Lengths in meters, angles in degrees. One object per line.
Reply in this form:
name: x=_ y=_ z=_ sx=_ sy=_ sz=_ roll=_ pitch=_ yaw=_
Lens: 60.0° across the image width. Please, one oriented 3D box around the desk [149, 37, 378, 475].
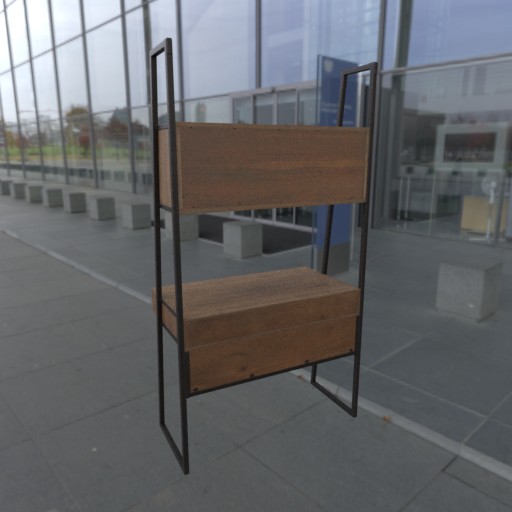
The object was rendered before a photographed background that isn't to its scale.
desk: x=0.000 y=0.000 z=2.216 sx=0.982 sy=1.809 sz=0.515 roll=-7 pitch=15 yaw=-27
